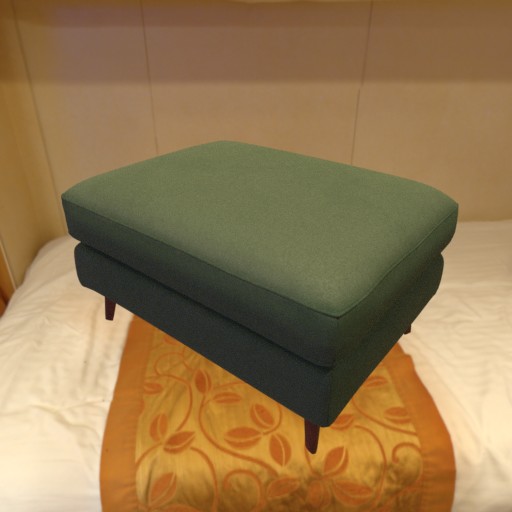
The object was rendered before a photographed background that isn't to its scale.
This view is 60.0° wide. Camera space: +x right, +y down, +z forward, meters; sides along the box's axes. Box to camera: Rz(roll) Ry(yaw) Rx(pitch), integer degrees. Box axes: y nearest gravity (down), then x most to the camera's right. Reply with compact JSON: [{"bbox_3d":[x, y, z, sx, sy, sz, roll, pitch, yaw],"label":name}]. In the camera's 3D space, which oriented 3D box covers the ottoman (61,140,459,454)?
[{"bbox_3d":[0.000,0.000,1.141,0.811,0.449,0.608,22,36,33],"label":"ottoman"}]
